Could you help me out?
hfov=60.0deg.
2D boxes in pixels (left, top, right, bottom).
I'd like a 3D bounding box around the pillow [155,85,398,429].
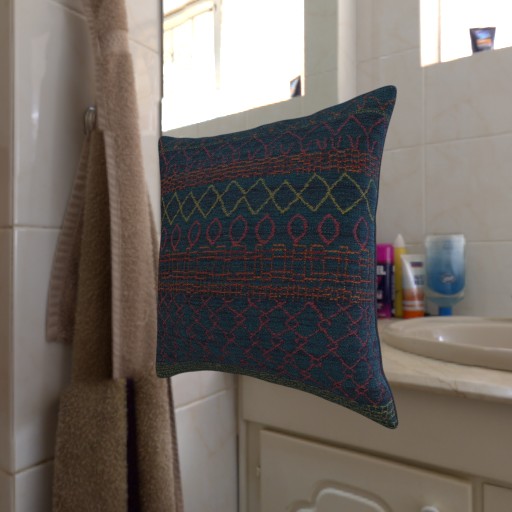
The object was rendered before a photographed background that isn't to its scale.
[{"bbox_3d":[0.000,0.000,0.669,0.431,0.431,0.141,-1,-1,36],"label":"pillow"}]
